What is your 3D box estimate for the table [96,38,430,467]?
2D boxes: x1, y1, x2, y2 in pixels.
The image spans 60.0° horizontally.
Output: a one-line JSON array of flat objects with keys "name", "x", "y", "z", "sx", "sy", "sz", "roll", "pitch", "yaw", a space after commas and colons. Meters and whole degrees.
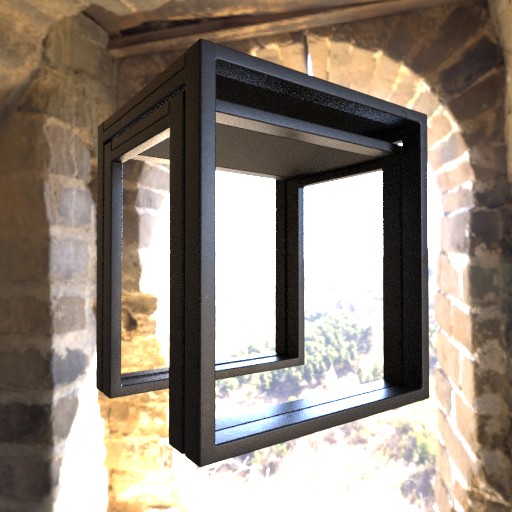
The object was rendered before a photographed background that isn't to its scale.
[{"name": "table", "x": 0.000, "y": 0.000, "z": 0.891, "sx": 0.500, "sy": 0.550, "sz": 0.449, "roll": 1, "pitch": -1, "yaw": -36}]
